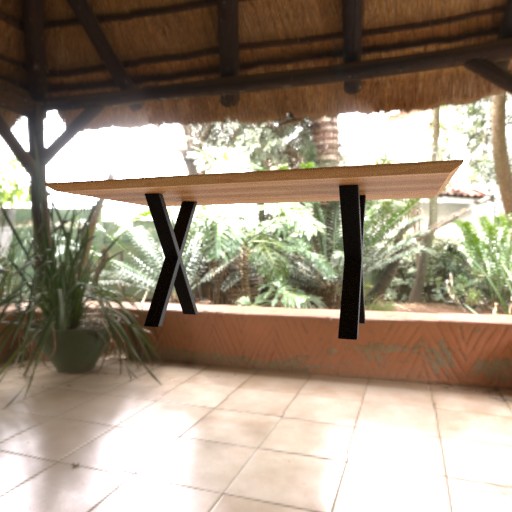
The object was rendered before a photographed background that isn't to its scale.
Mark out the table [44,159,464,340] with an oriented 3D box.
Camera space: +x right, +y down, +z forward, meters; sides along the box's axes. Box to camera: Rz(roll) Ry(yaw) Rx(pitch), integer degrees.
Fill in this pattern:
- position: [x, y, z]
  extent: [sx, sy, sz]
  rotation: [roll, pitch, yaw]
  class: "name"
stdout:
- position: [0.000, 0.000, 2.487]
  extent: [2.000, 0.770, 1.000]
  rotation: [0, 1, 18]
  class: "table"
